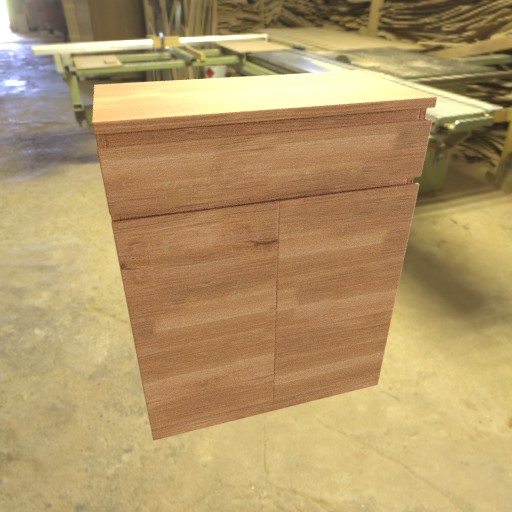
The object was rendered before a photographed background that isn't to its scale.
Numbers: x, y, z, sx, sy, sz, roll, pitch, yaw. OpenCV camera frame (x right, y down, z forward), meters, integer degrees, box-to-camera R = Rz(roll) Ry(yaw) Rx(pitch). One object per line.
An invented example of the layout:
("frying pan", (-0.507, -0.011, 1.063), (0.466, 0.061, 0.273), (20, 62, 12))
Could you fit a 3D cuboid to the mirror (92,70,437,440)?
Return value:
("mirror", (0.000, 0.000, 1.403), (0.800, 1.000, 0.400), (-9, 33, -14))
